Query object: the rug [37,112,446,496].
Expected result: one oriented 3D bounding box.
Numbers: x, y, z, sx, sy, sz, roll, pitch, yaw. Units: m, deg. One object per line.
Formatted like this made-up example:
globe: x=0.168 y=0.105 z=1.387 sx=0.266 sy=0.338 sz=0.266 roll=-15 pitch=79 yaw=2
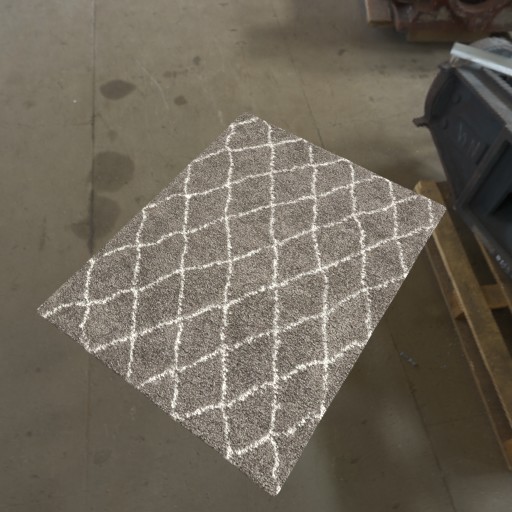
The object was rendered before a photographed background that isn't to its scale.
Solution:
rug: x=0.000 y=0.000 z=4.048 sx=2.438 sy=0.029 sz=3.047 roll=31 pitch=63 yaw=18
